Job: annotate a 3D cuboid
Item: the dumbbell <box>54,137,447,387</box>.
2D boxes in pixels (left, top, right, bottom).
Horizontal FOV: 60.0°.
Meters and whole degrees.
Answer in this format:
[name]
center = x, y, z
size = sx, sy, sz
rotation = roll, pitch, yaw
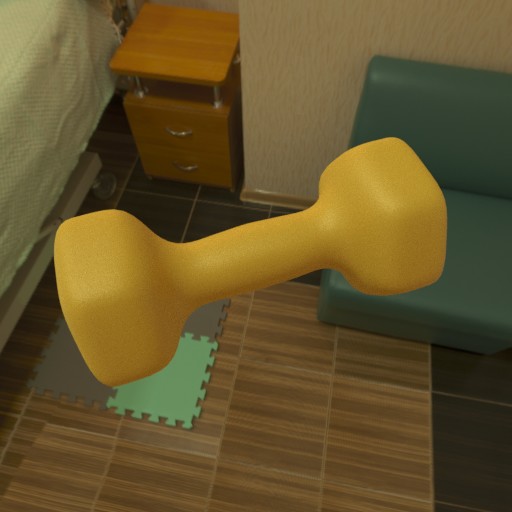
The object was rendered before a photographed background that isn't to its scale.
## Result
[dumbbell]
center = 0.000, 0.000, 0.234
size = 0.190, 0.082, 0.090
rotation = -16, 59, -10
